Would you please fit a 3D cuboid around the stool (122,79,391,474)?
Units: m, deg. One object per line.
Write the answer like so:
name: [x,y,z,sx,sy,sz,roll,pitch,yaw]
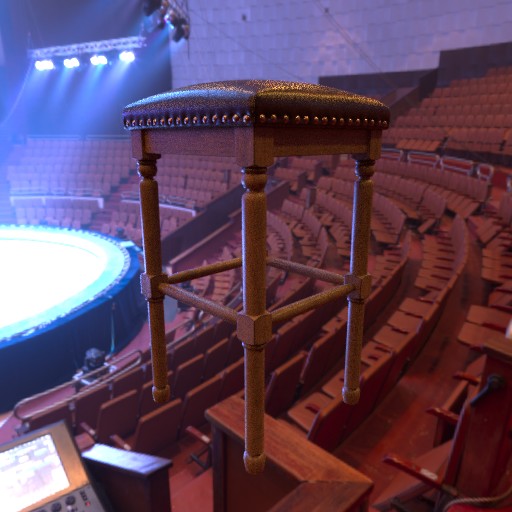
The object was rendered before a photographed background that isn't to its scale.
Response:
stool: [0.000,0.000,0.953,0.382,0.702,0.383,-14,20,-42]
